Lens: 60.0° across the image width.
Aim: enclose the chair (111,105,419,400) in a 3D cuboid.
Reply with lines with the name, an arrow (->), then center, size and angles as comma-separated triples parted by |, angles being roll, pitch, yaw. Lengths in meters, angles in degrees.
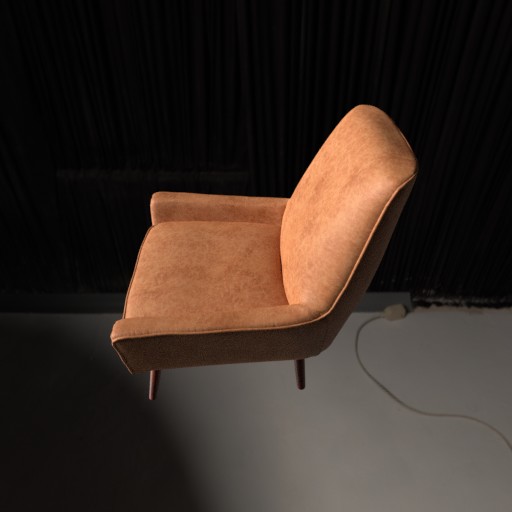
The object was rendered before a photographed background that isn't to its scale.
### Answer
chair -> 0.000, 0.000, 1.512 | 0.851, 0.883, 0.753 | -1, 40, -1
